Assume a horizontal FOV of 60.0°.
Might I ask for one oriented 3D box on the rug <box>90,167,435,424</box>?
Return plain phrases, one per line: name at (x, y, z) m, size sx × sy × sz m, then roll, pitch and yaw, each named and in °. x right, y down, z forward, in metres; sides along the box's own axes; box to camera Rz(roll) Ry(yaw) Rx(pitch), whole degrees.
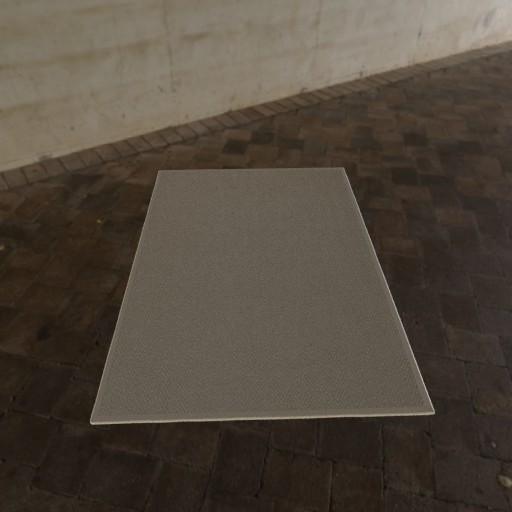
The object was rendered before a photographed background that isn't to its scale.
rug at (0.000, 0.000, 2.816) m, size 1.532 × 0.017 × 2.244 m, roll -1°, pitch 40°, yaw -1°
